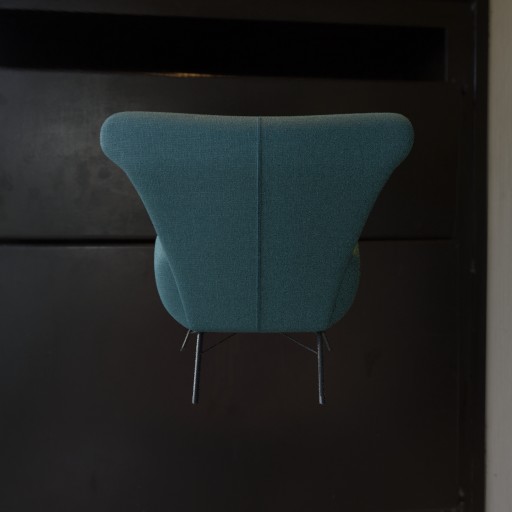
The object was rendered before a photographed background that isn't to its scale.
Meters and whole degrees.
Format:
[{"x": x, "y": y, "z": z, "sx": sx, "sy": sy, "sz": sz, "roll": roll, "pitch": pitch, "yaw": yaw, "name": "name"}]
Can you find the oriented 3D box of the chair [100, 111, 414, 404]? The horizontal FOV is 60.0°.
[{"x": 0.000, "y": 0.000, "z": 1.798, "sx": 1.050, "sy": 0.980, "sz": 0.900, "roll": 0, "pitch": 1, "yaw": -1, "name": "chair"}]
